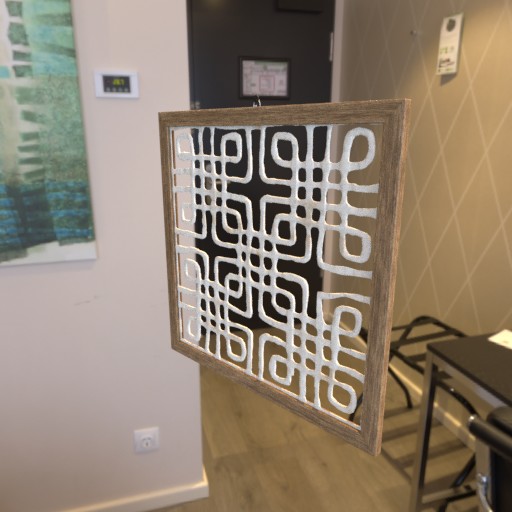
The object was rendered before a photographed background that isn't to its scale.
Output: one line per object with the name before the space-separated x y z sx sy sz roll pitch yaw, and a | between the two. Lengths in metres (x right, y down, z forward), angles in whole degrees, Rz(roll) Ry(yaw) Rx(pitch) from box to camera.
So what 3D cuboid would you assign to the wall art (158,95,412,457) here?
wall art | 0.000 0.000 0.847 0.561 0.582 0.021 14 21 41
